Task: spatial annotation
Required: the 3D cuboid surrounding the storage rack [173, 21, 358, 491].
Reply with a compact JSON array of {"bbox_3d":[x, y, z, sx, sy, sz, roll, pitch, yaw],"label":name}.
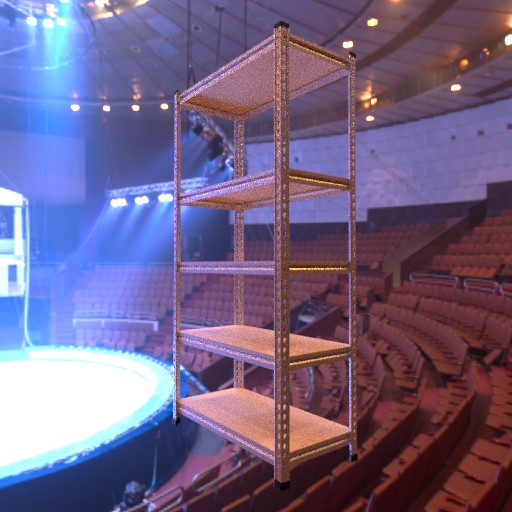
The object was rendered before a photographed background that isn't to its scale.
[{"bbox_3d":[0.000,0.000,2.220,0.457,1.829,0.914,1,-1,-38],"label":"storage rack"}]
